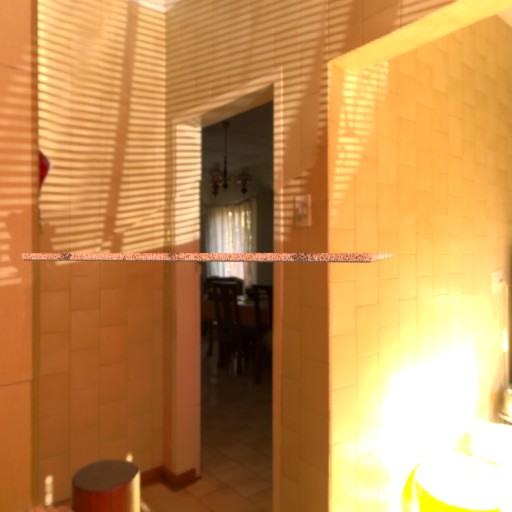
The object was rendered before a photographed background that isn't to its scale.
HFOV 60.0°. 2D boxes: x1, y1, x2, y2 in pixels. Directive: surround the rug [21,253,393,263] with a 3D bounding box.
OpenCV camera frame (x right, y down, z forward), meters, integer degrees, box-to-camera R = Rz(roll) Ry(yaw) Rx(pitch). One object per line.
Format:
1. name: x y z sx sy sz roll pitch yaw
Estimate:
1. rug: 0.000 0.000 2.107 1.200 0.025 1.600 0 0 19
